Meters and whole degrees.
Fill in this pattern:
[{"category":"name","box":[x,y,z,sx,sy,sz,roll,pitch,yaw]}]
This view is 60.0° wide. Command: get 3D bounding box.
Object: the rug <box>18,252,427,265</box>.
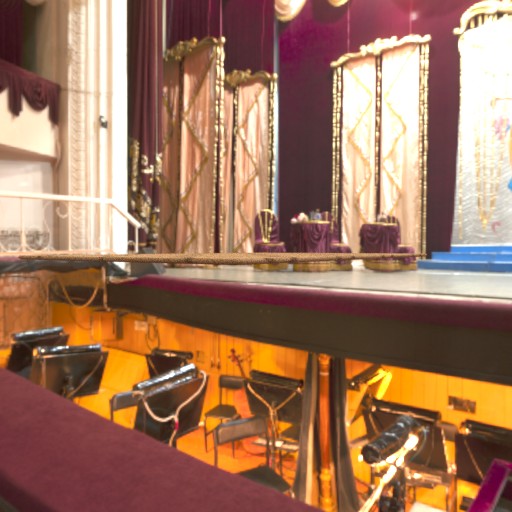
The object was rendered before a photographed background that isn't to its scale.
[{"category":"rug","box":[0.000,0.000,3.376,1.801,0.026,2.701,1,1,36]}]
